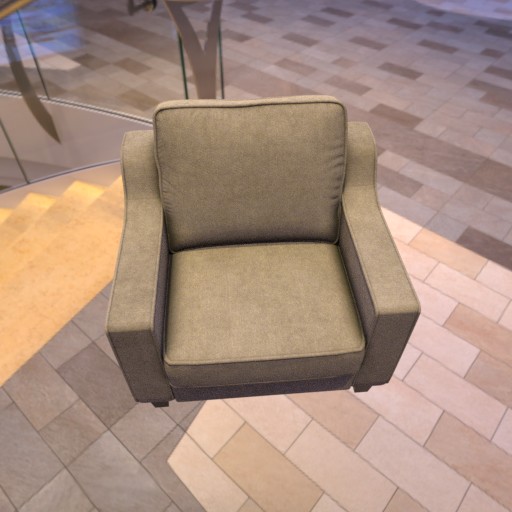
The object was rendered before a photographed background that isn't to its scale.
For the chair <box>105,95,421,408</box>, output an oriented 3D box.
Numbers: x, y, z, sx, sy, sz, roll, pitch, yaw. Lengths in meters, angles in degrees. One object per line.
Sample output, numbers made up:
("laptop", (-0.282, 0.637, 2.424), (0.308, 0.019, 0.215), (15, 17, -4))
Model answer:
("chair", (0.000, 0.000, 1.624), (0.926, 0.944, 0.840), (-3, 46, -3))
